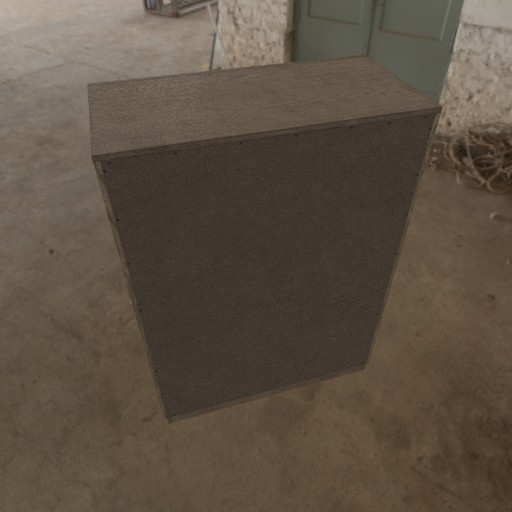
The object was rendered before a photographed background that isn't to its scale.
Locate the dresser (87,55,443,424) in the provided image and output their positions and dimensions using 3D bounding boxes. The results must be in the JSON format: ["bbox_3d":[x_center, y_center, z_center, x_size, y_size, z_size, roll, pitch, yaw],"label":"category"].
[{"bbox_3d":[0.000,0.000,1.760,0.967,1.295,0.483,-11,43,-13],"label":"dresser"}]
